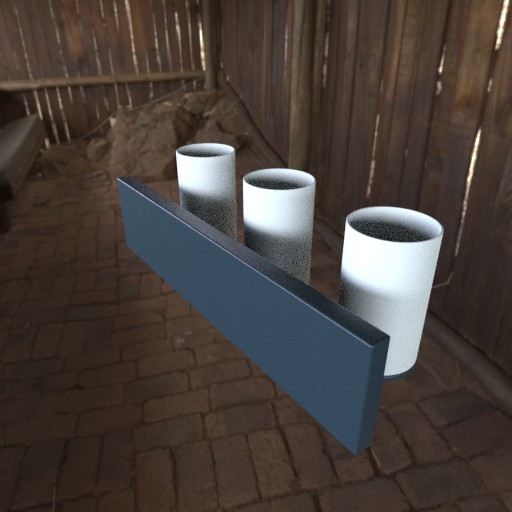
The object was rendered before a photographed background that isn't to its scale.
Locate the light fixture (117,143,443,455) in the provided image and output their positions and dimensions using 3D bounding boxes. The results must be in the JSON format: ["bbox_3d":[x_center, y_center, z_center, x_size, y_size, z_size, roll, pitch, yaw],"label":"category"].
[{"bbox_3d":[0.000,0.000,0.509,0.145,0.172,0.451,-19,33,-32],"label":"light fixture"}]
